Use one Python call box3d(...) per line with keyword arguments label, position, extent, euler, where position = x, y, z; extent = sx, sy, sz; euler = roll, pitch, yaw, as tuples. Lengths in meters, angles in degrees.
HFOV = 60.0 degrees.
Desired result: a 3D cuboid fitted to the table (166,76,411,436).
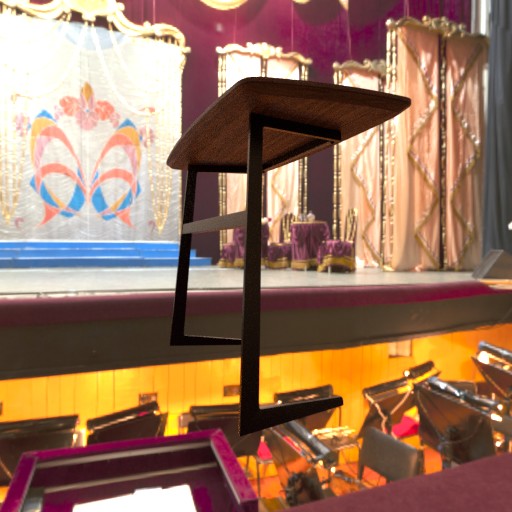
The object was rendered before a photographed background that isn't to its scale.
box3d(label="table", position=(0.000, 0.000, 1.106), extent=(0.361, 0.576, 0.804), euler=(-1, 1, -20))
